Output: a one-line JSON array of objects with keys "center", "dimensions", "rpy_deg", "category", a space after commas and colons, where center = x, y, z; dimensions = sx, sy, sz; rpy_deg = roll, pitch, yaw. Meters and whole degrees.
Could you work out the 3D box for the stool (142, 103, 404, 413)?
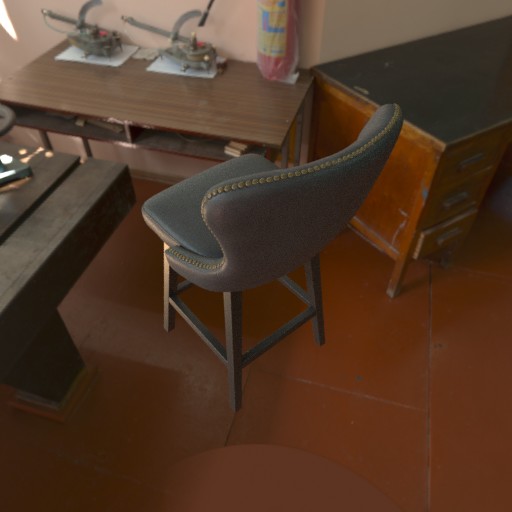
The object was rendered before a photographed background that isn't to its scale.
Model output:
[{"center": [0.000, 0.000, 1.295], "dimensions": [0.528, 0.971, 0.593], "rpy_deg": [-31, 53, -27], "category": "stool"}]
